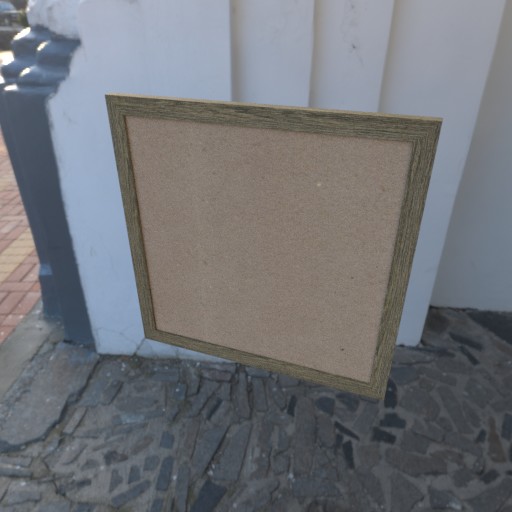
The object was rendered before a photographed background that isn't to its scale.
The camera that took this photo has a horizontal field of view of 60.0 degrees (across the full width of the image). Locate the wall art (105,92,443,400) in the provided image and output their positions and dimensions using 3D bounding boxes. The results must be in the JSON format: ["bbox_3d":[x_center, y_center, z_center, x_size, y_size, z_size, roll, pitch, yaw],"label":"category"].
[{"bbox_3d":[0.000,0.000,0.771,0.508,0.508,0.019,10,32,17],"label":"wall art"}]
